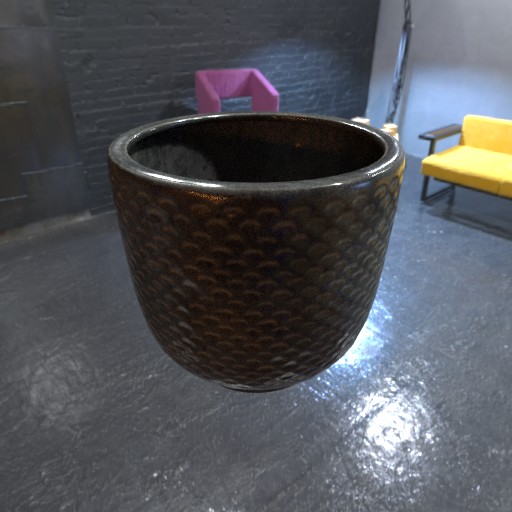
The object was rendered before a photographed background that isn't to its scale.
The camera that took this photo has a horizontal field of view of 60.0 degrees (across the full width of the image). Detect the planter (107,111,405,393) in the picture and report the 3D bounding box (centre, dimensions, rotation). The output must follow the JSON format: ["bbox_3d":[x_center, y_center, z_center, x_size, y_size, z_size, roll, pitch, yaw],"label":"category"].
[{"bbox_3d":[0.000,0.000,0.244,0.140,0.129,0.140,0,29,0],"label":"planter"}]
